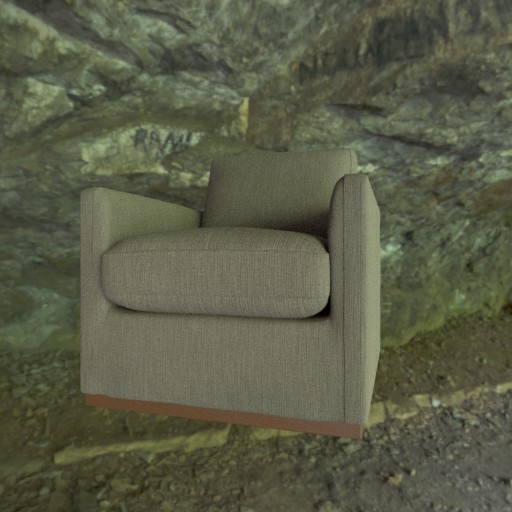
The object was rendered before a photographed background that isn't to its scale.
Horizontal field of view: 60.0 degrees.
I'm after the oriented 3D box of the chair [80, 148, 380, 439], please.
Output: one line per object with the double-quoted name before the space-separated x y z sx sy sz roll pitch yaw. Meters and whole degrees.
"chair" 0.000 0.000 1.451 0.763 0.811 0.834 0 0 18
